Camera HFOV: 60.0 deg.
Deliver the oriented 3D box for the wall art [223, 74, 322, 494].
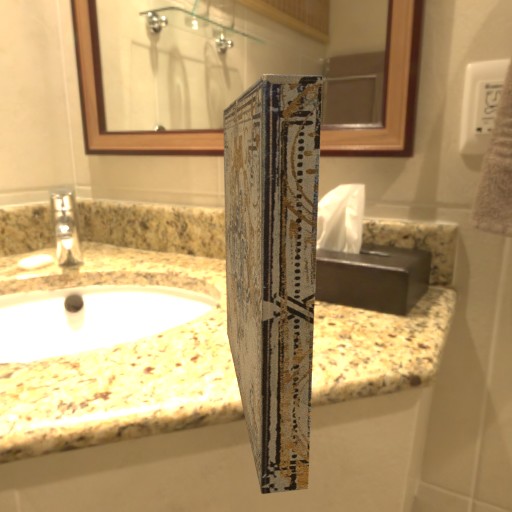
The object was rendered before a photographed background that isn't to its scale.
[{"bbox_3d":[0.000,0.000,0.454,0.038,0.306,0.302,-2,14,-8],"label":"wall art"}]
